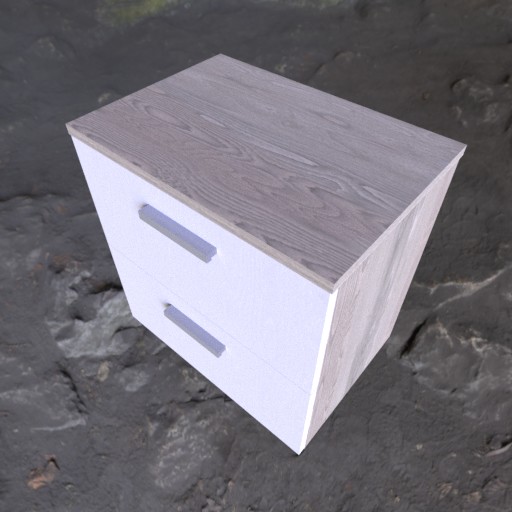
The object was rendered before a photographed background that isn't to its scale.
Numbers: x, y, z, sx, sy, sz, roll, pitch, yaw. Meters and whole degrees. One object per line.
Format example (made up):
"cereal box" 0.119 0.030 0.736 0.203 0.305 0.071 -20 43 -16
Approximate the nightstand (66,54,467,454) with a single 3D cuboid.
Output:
"nightstand" 0.000 0.000 0.756 0.442 0.461 0.325 32 54 27
